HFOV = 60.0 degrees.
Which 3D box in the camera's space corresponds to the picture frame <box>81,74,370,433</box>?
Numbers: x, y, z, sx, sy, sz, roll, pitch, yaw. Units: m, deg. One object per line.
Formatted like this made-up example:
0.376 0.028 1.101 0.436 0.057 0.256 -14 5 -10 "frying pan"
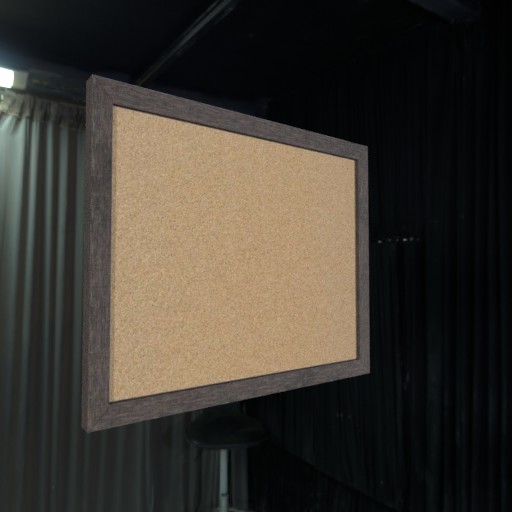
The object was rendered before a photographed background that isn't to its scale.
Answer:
0.000 0.000 0.736 0.546 0.455 0.026 2 -3 -37 "picture frame"
